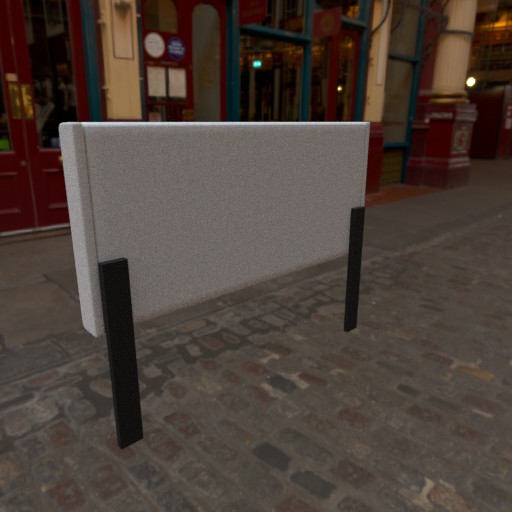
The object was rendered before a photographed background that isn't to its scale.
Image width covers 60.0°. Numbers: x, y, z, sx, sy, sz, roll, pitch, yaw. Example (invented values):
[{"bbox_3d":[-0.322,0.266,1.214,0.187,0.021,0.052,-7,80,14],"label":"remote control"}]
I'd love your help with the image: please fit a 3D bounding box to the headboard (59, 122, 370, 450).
[{"bbox_3d":[0.000,0.000,2.637,2.051,1.524,0.184,-15,22,-41],"label":"headboard"}]
